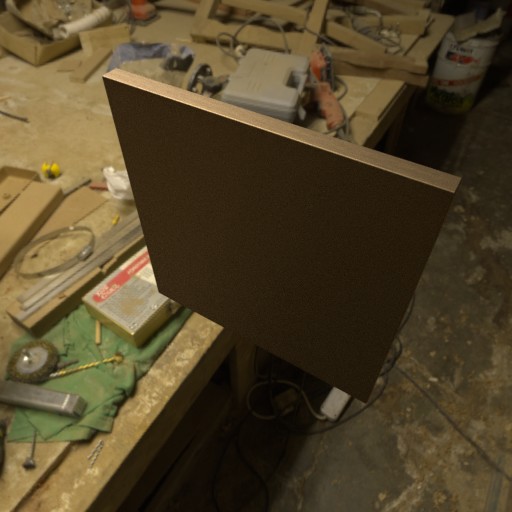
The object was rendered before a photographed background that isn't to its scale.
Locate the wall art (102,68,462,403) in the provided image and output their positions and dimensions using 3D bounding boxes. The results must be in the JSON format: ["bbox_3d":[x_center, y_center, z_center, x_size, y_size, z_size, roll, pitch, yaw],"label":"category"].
[{"bbox_3d":[0.000,0.000,0.742,0.503,0.506,0.030,24,52,21],"label":"wall art"}]
